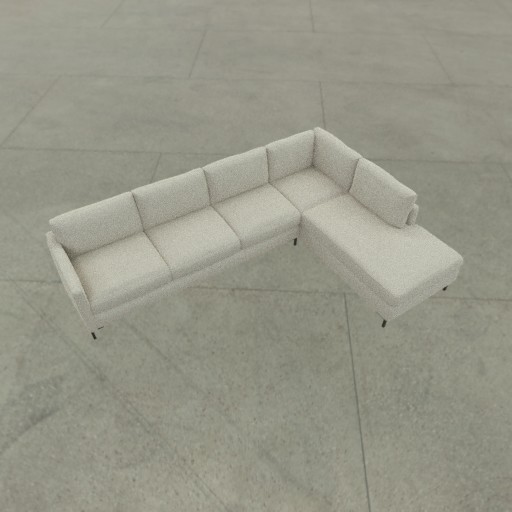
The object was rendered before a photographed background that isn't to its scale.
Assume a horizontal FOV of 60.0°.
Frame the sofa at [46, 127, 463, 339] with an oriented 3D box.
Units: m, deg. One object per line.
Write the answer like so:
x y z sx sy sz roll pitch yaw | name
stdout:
0.000 0.000 3.773 2.949 0.815 2.007 -24 50 -22 | sofa
